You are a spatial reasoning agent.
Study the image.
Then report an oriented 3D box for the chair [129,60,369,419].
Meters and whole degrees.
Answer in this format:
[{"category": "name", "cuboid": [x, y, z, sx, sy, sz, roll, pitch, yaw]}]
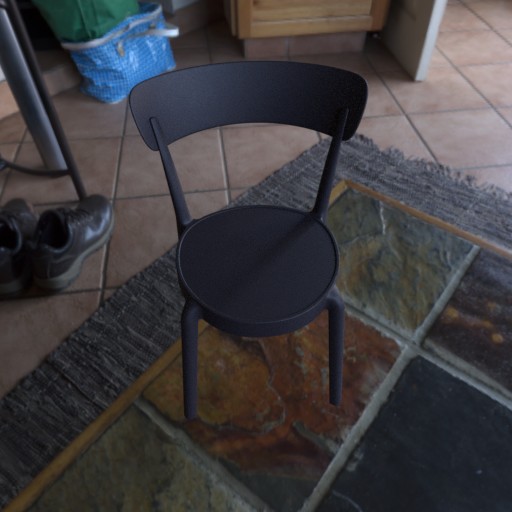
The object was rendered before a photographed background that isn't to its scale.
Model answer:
[{"category": "chair", "cuboid": [0.000, 0.000, 1.131, 0.506, 0.790, 0.491, -4, 48, -4]}]
